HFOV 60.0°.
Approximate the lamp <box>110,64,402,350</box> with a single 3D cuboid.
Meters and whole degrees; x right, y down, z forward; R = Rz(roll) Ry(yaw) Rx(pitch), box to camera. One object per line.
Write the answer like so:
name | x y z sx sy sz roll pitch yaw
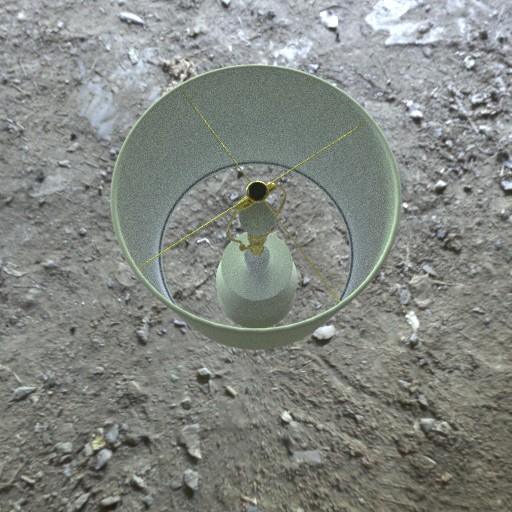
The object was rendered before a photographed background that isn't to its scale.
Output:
lamp | 0.000 0.000 0.714 0.301 0.533 0.301 -34 77 -9
